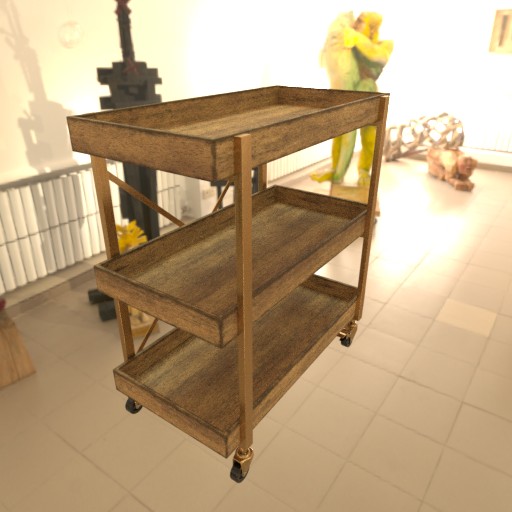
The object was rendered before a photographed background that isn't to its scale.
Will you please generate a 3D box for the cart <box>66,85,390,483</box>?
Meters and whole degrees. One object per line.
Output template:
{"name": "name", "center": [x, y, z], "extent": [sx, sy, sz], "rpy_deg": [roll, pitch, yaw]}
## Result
{"name": "cart", "center": [0.000, 0.000, 1.211], "extent": [0.416, 0.799, 0.750], "rpy_deg": [17, 31, 31]}
